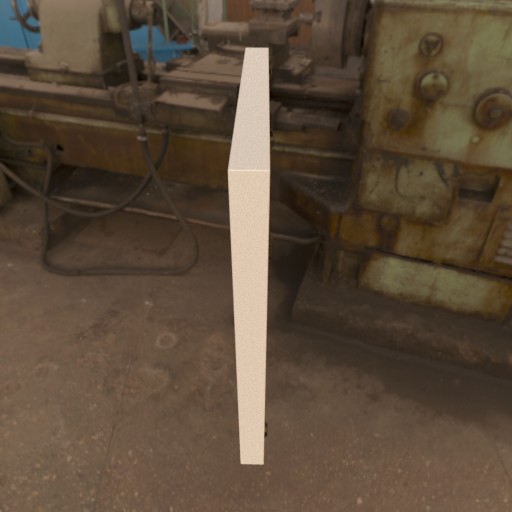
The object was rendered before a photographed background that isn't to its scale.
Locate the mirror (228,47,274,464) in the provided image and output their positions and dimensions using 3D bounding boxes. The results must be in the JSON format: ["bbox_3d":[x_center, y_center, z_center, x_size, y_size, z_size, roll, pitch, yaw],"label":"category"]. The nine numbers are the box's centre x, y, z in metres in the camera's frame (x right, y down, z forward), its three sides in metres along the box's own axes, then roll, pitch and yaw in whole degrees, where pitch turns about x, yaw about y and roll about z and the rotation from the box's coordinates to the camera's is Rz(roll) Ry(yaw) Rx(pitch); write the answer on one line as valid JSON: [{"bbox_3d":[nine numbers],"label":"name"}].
[{"bbox_3d":[0.000,0.000,0.692,0.041,0.509,0.406,1,39,1],"label":"mirror"}]
